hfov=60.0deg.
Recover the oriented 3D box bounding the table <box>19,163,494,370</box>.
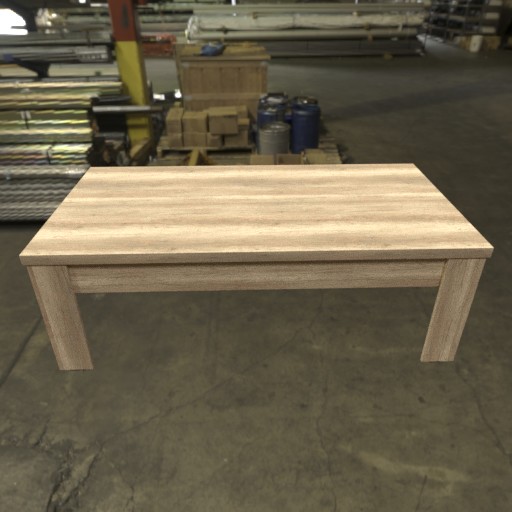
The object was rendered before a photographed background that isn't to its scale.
[{"bbox_3d":[0.000,0.000,1.677,1.350,0.460,0.700,-1,32,-2],"label":"table"}]
